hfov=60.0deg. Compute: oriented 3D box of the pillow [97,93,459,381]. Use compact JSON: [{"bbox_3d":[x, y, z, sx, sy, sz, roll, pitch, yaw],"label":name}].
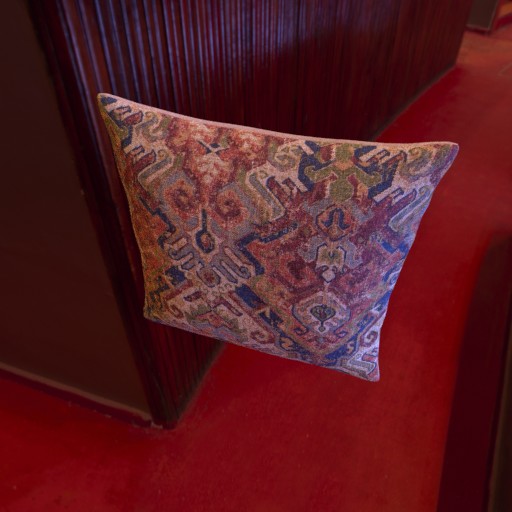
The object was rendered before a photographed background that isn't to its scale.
[{"bbox_3d":[0.000,0.000,0.769,0.523,0.506,0.166,13,43,14],"label":"pillow"}]
